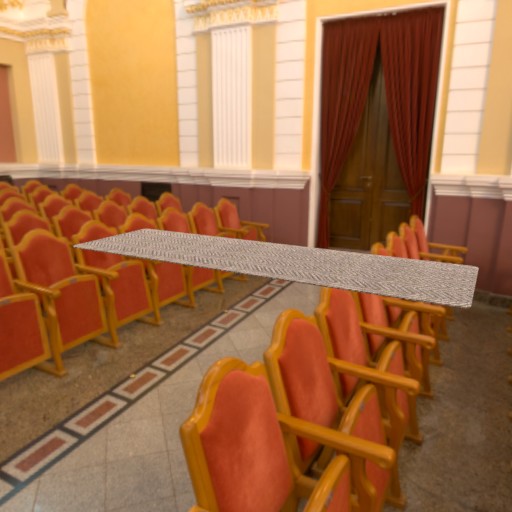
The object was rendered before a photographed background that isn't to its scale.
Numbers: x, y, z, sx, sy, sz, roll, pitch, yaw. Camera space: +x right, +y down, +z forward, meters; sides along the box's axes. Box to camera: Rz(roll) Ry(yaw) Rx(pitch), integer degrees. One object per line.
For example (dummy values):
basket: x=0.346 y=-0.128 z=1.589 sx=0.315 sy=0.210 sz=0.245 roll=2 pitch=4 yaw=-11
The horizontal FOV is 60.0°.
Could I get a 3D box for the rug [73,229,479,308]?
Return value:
rug: x=0.000 y=0.000 z=2.560 sx=2.286 sy=0.008 sz=0.686 roll=8 pitch=16 yaw=28
